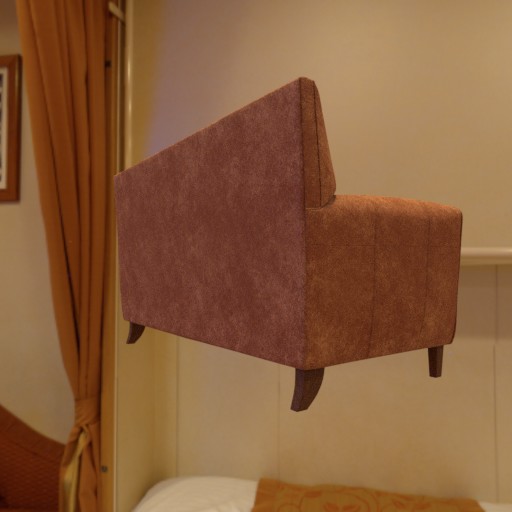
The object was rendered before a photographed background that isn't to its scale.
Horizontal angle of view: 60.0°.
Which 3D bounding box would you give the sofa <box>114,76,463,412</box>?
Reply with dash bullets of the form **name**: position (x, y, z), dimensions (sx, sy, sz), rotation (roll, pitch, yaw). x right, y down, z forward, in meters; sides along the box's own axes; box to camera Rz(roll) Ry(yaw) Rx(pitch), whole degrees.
- **sofa**: position (0.000, 0.000, 1.925), dimensions (0.787, 0.871, 1.473), rotation (1, -2, -35)
